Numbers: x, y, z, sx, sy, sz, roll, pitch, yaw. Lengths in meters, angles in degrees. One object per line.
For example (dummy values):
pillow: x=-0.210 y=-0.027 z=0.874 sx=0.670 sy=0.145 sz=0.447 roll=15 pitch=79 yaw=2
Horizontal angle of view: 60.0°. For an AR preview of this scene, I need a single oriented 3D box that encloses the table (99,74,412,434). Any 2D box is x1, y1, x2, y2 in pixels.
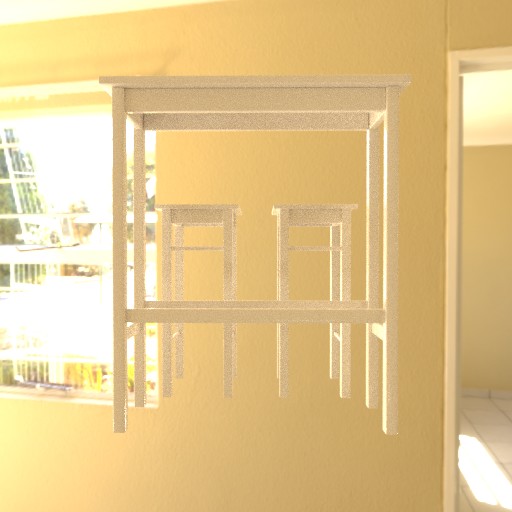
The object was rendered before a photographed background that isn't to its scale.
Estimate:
table: x=0.000 y=0.000 z=1.625 sx=0.915 sy=1.065 sz=0.650 roll=0 pitch=1 yaw=1
